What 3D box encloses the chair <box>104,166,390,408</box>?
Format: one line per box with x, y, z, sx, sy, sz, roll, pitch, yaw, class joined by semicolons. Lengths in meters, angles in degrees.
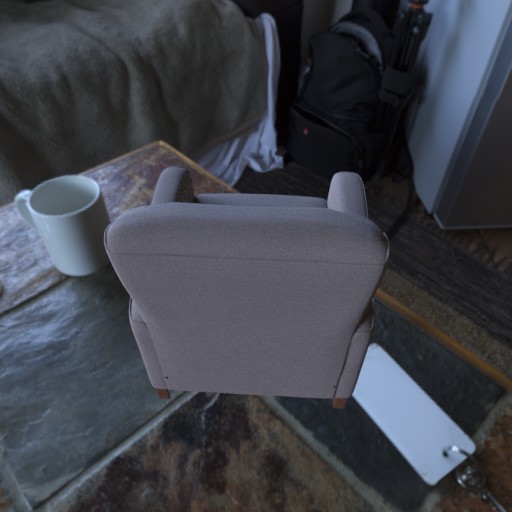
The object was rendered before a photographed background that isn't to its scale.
0.000;0.000;1.655;0.845;1.023;0.859;2;47;2;chair
